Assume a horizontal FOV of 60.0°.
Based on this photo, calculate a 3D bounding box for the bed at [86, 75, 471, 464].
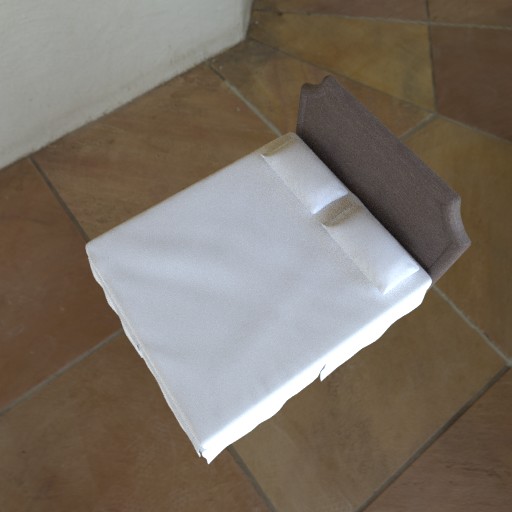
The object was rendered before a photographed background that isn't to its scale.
[{"bbox_3d":[0.000,0.000,4.086,2.773,1.590,2.350,-32,68,-15],"label":"bed"}]
